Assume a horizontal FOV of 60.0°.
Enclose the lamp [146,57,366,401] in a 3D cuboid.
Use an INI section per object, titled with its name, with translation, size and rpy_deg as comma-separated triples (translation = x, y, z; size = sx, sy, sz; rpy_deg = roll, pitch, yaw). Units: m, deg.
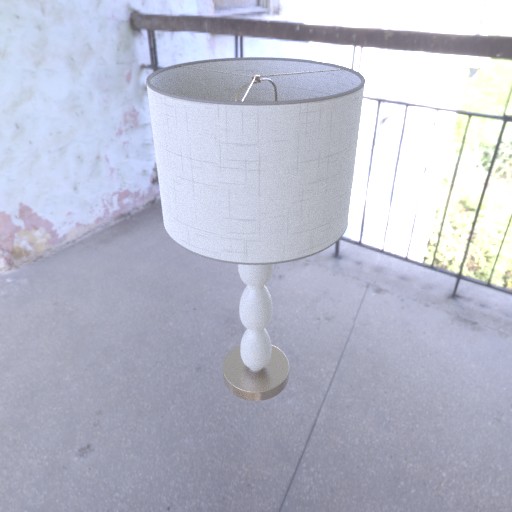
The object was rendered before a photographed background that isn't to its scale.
[lamp]
translation = 0.000, 0.000, 0.727
size = 0.280, 0.559, 0.282
rpy_deg = 22, 39, 30
